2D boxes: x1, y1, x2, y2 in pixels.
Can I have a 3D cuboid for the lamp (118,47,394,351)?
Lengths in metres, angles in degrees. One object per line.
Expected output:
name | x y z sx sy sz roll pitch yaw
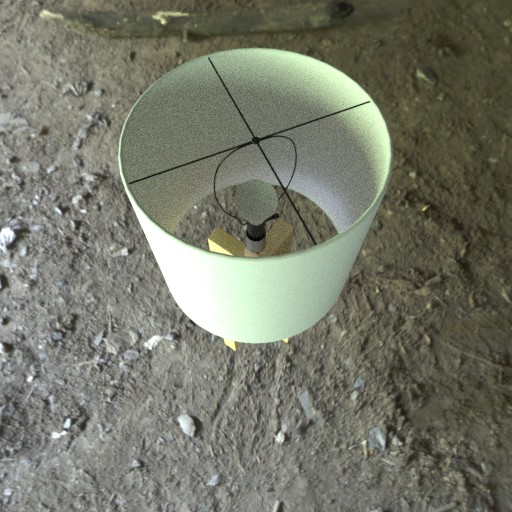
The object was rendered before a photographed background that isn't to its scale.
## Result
lamp | 0.000 0.000 0.560 0.229 0.428 0.229 33 67 16
